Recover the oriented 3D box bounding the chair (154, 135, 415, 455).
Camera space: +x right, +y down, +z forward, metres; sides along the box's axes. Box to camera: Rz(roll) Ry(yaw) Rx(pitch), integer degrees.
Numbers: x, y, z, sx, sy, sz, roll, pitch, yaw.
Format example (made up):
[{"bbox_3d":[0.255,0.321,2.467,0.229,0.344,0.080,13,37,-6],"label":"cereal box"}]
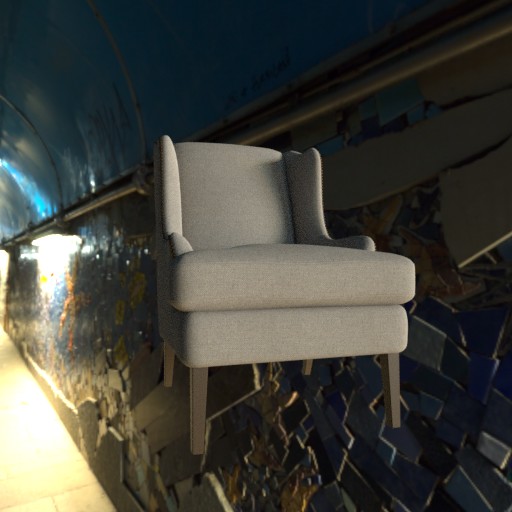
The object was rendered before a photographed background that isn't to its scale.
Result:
[{"bbox_3d":[0.000,0.000,1.652,0.737,1.029,0.940,0,-1,-18],"label":"chair"}]
